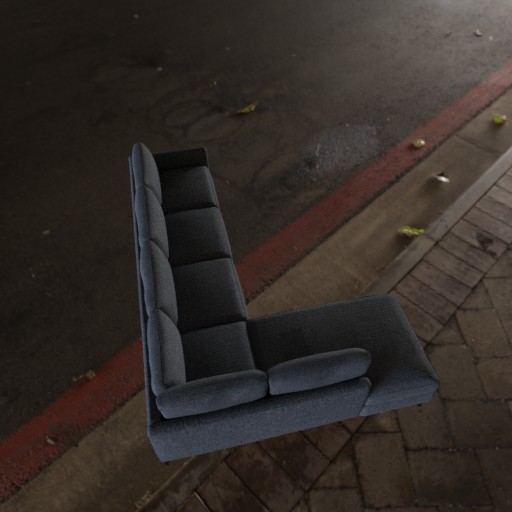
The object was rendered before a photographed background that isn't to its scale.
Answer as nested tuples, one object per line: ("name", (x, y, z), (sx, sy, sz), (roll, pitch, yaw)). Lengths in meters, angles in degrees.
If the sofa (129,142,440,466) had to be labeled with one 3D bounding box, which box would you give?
("sofa", (0.000, 0.000, 3.880), (2.007, 0.815, 2.949), (-10, 49, -9))
